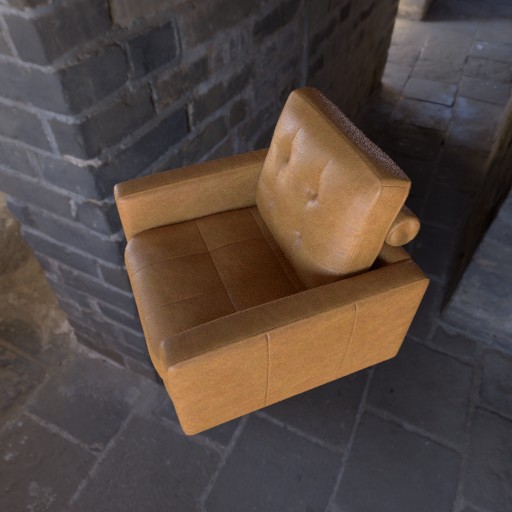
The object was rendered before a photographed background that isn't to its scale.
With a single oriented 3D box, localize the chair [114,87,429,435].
[{"bbox_3d":[0.000,0.000,1.550,0.868,0.896,0.831,-16,49,-15],"label":"chair"}]
